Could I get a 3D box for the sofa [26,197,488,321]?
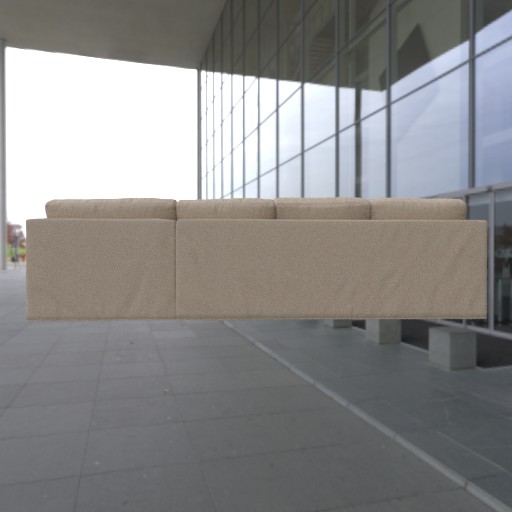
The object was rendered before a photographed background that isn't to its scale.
[{"bbox_3d":[0.000,0.000,3.828,3.177,0.867,1.622,0,0,-2],"label":"sofa"}]
